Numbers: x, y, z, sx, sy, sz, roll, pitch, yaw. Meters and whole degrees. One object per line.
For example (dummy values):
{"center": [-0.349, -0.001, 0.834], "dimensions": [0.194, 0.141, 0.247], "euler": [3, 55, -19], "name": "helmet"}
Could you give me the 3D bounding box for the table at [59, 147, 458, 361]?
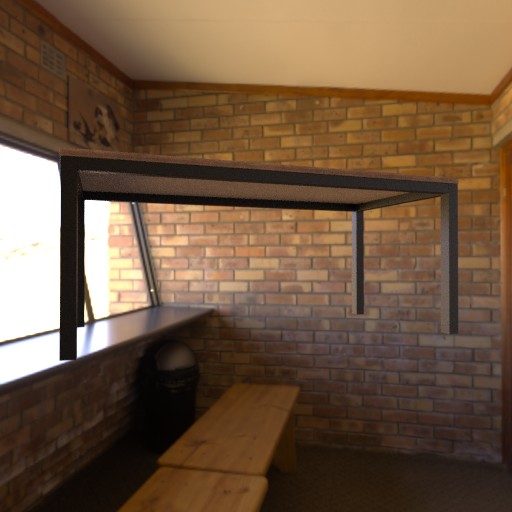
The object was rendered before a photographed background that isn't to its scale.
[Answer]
{"center": [0.000, 0.000, 2.308], "dimensions": [1.805, 0.767, 0.893], "euler": [0, -1, -19], "name": "table"}
